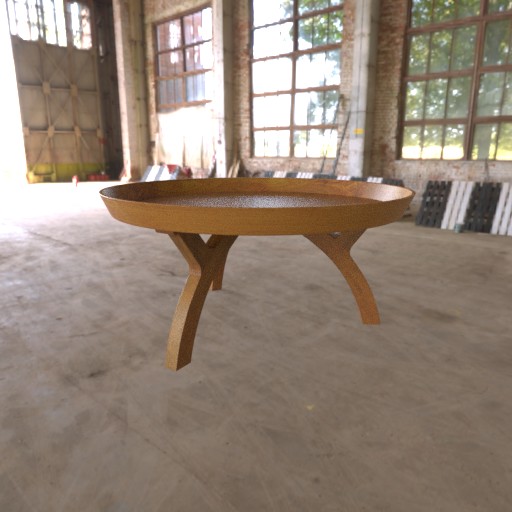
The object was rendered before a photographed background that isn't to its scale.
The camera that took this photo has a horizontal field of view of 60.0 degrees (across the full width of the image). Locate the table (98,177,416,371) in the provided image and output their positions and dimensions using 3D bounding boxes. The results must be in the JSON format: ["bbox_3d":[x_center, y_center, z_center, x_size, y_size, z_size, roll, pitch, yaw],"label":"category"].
[{"bbox_3d":[0.000,0.000,1.531,1.016,0.470,1.016,0,14,0],"label":"table"}]
